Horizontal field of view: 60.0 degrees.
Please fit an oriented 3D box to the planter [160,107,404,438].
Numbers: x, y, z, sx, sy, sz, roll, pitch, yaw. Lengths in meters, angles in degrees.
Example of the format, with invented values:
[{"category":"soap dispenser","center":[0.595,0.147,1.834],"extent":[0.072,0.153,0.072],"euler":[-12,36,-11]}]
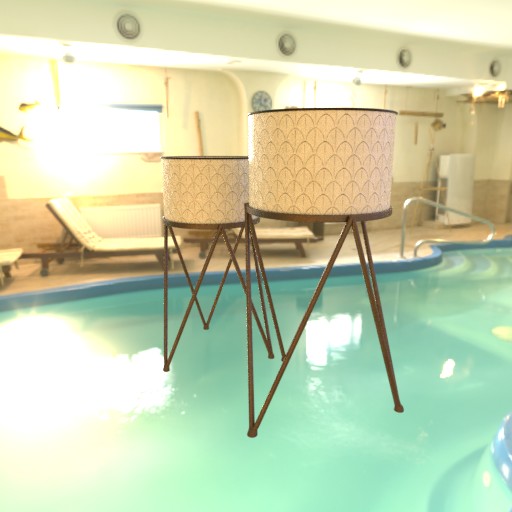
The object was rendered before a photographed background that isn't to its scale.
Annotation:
[{"category":"planter","center":[0.000,0.000,1.191],"extent":[0.413,0.712,0.769],"euler":[-13,19,-43]}]
